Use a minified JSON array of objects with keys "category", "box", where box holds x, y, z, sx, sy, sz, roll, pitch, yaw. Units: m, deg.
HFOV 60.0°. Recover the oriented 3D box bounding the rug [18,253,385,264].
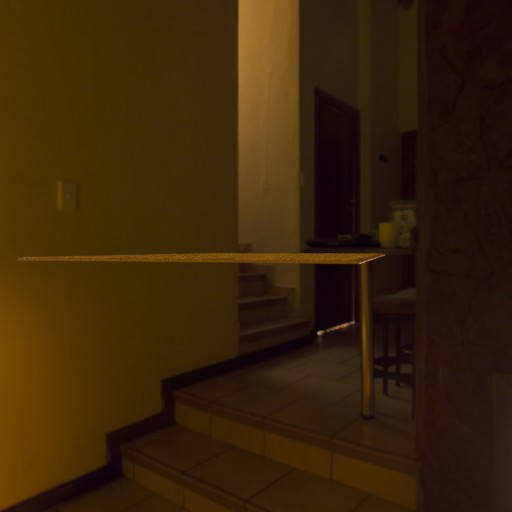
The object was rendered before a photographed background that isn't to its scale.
[{"category":"rug","box":[0.000,0.000,2.271,1.206,0.012,1.824,0,1,18]}]
